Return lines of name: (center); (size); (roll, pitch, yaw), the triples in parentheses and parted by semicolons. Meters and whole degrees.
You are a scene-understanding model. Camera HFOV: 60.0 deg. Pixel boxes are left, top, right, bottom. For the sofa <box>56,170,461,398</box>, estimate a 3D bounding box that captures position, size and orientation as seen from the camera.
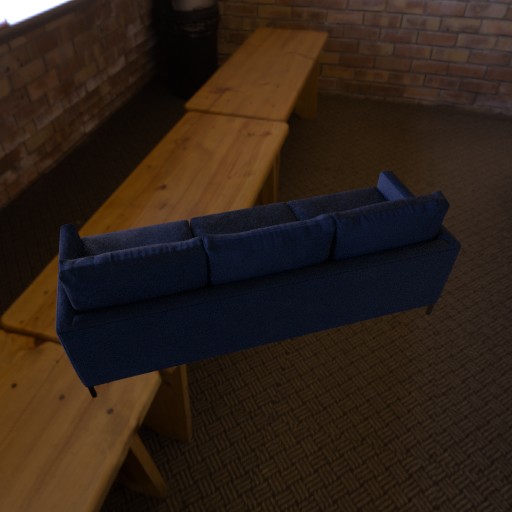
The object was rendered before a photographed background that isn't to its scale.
sofa: (0.000, 0.000, 2.739); (2.252, 0.879, 0.875); (-11, 44, -12)
